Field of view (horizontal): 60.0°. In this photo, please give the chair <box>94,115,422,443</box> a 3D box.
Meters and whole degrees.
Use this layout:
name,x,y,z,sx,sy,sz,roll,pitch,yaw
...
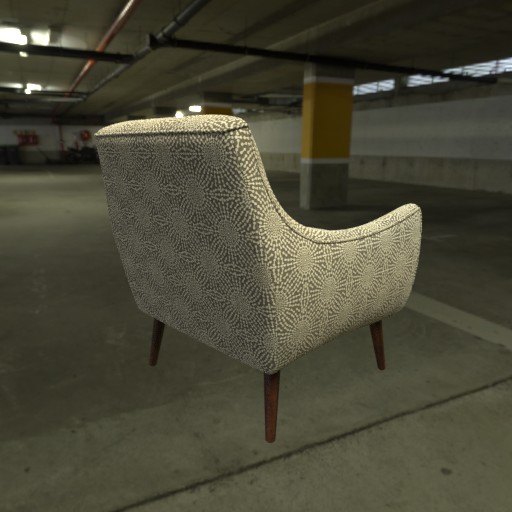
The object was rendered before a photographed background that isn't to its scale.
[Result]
name,x,y,z,sx,sy,sz,roll,pitch,yaw
chair,0.000,0.000,1.450,0.787,0.838,0.762,-13,19,-43
